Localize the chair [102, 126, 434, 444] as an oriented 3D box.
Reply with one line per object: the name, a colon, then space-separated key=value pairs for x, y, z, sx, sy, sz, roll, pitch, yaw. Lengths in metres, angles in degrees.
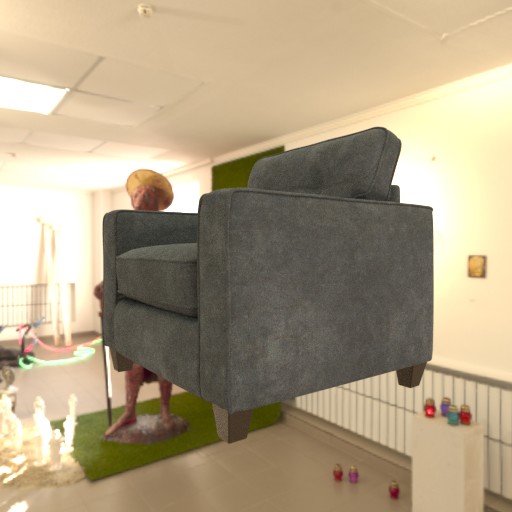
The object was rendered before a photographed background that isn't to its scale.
chair: x=0.000 y=0.000 z=1.759 sx=0.939 sy=0.965 sz=1.015 roll=-1 pitch=1 yaw=-37
